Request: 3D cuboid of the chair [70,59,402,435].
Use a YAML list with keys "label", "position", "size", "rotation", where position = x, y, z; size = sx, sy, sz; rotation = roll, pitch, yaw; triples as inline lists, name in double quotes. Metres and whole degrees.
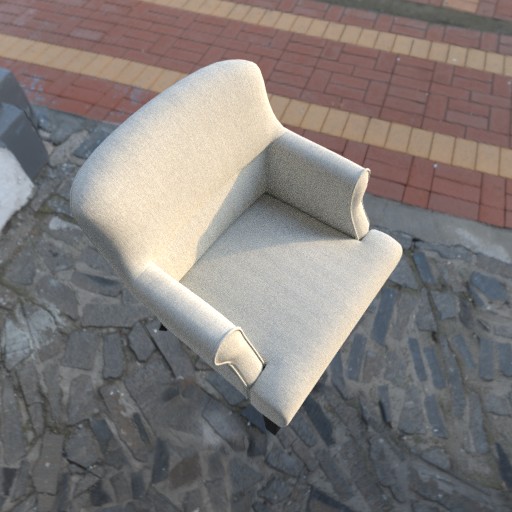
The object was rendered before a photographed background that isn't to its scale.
- label: "chair"
  position: [0.000, 0.000, 1.442]
  size: [0.750, 0.875, 0.781]
  rotation: [33, 64, 18]
